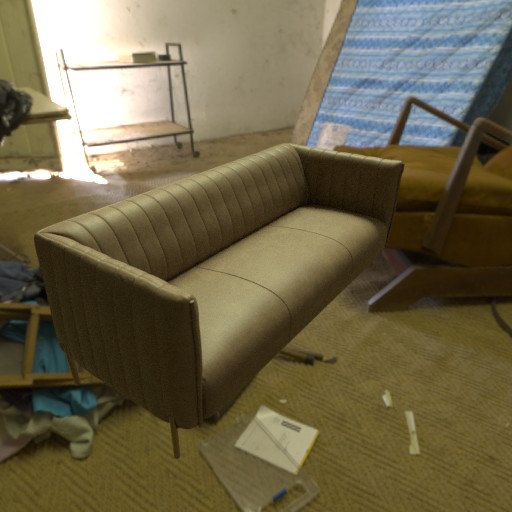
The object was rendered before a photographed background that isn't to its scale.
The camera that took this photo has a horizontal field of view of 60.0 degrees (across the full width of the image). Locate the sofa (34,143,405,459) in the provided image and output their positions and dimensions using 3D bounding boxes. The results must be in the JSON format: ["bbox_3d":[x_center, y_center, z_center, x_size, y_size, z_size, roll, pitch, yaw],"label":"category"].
[{"bbox_3d":[0.000,0.000,2.407,0.876,0.779,1.980,18,33,31],"label":"sofa"}]
